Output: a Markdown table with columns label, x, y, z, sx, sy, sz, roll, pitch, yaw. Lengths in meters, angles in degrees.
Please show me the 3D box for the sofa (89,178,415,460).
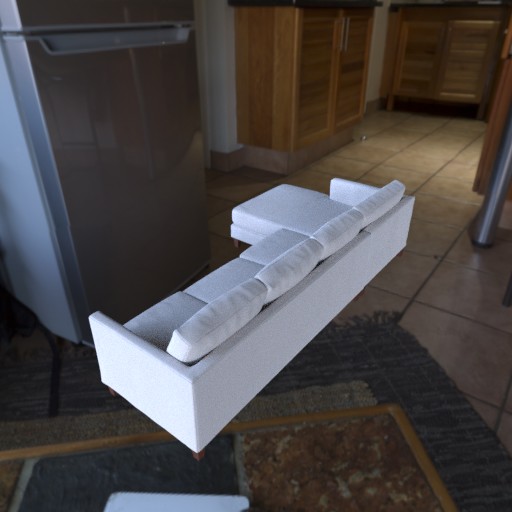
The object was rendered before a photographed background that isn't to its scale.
| label | x | y | z | sx | sy | sz | roll | pitch | yaw |
| --- | --- | --- | --- | --- | --- | --- | --- | --- | --- |
| sofa | 0.000 | 0.000 | 3.927 | 1.625 | 0.861 | 3.186 | 21 | 36 | 32 |
